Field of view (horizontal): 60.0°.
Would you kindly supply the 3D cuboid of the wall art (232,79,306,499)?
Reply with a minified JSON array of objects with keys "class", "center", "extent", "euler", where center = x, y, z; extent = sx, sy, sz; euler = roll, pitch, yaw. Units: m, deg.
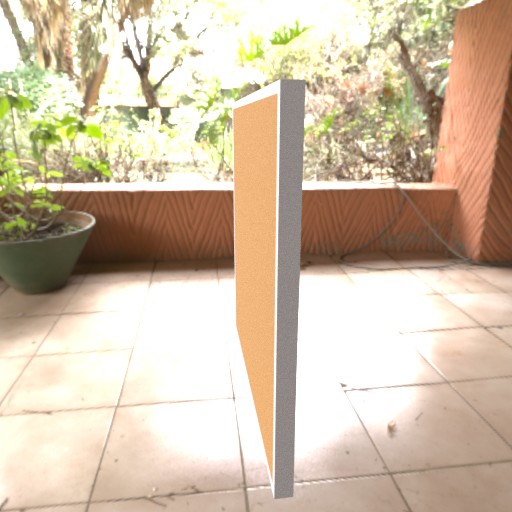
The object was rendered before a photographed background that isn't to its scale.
[{"class":"wall art","center":[0.000,0.000,1.118],"extent":[0.038,0.762,0.762],"euler":[-2,17,-8]}]
